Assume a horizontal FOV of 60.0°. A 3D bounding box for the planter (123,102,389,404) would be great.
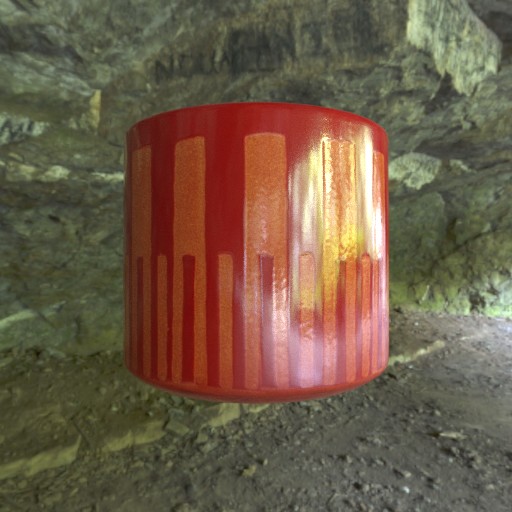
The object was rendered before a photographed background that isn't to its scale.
[{"bbox_3d":[0.000,0.000,0.401,0.230,0.202,0.230,0,0,0],"label":"planter"}]
